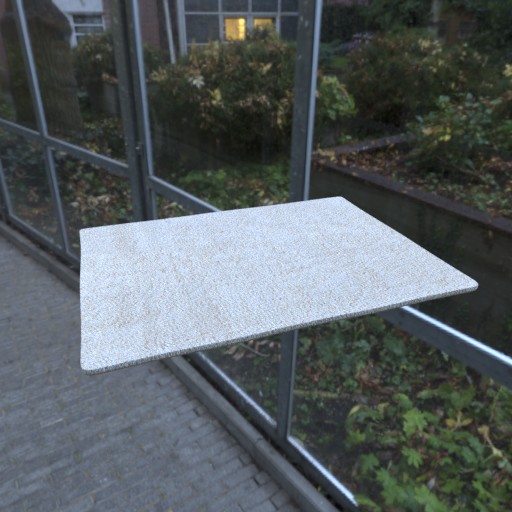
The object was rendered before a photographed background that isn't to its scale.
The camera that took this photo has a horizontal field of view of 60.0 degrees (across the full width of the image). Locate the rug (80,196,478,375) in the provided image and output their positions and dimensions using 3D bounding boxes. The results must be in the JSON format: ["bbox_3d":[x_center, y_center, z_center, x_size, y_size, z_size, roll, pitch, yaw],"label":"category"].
[{"bbox_3d":[0.000,0.000,2.140,1.600,0.027,1.200,-9,28,-17],"label":"rug"}]
